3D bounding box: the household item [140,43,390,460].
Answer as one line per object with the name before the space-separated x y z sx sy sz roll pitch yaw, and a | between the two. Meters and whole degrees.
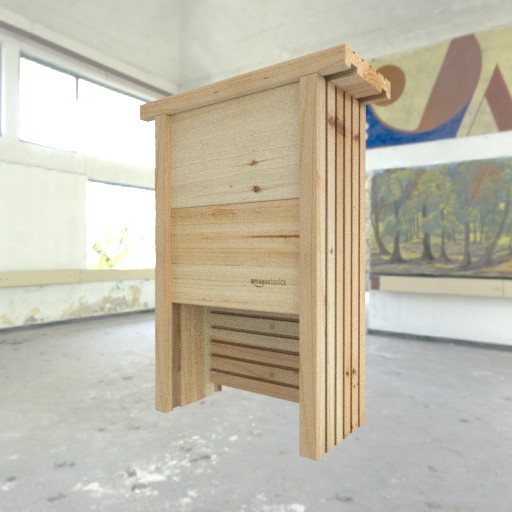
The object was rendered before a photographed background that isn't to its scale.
household item | 0.000 0.000 0.560 0.301 0.407 0.123 0 1 36
